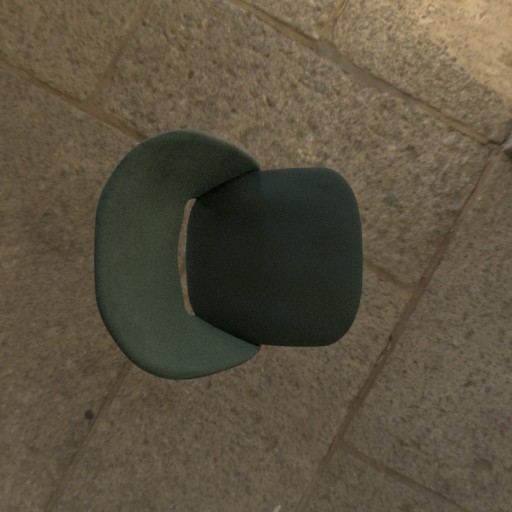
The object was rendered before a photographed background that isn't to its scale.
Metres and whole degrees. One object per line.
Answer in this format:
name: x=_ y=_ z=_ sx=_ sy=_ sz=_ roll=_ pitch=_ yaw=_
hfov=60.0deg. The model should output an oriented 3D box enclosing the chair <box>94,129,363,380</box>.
chair: x=0.000 y=0.000 z=1.204 sx=0.577 sy=0.860 sz=0.527 roll=0 pitch=89 yaw=0
